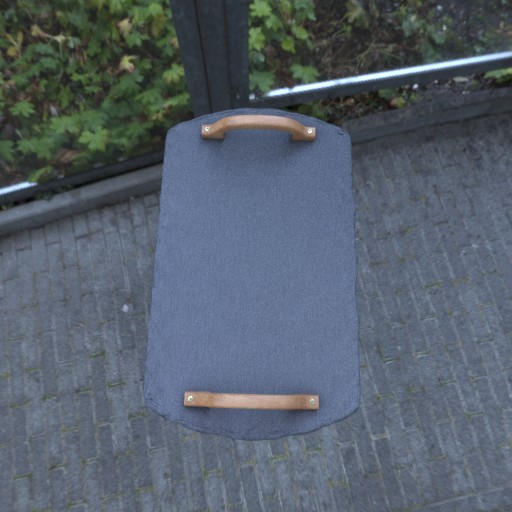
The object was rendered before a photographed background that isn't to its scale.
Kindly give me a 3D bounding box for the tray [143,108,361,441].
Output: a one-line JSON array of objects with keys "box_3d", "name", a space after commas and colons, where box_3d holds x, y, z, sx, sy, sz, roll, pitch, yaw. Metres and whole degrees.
[{"box_3d": [0.000, 0.000, 0.497, 0.231, 0.062, 0.387, 1, 74, 0], "name": "tray"}]
